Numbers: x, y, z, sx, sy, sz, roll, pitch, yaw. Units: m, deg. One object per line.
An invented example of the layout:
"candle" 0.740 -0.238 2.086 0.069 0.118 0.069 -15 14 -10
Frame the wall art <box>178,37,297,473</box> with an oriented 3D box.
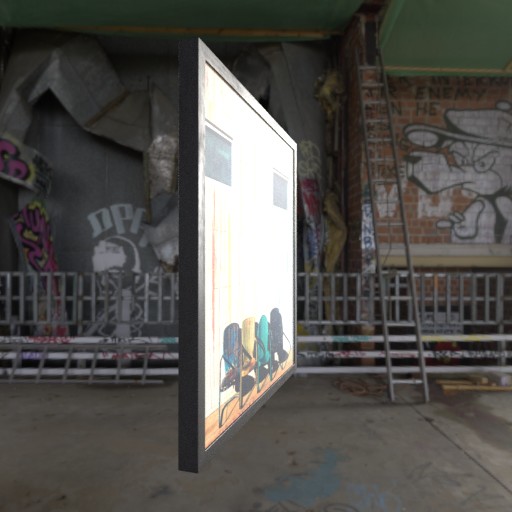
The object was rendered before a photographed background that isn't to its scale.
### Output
"wall art" 0.000 0.000 1.141 0.039 0.763 0.763 0 0 18
